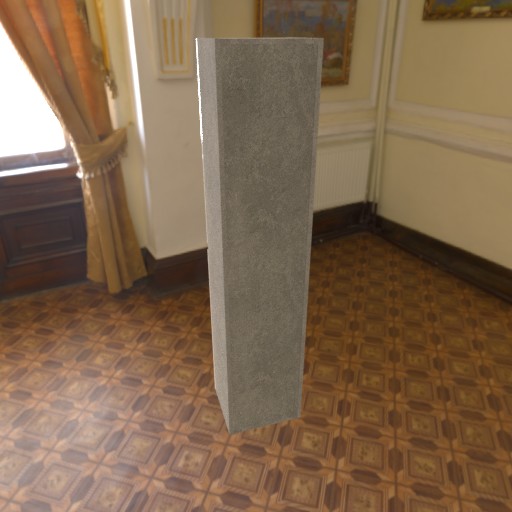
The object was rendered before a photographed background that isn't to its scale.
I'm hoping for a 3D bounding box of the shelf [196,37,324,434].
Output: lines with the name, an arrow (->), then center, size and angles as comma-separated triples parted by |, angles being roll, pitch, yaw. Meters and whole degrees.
shelf -> 0.000, 0.000, 1.586 | 0.300, 1.400, 0.270 | -8, 28, -15
